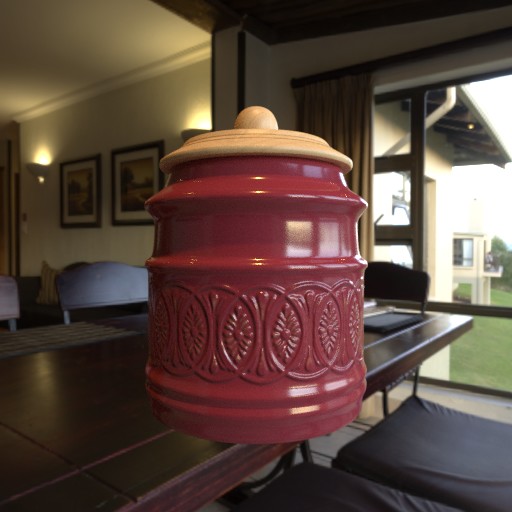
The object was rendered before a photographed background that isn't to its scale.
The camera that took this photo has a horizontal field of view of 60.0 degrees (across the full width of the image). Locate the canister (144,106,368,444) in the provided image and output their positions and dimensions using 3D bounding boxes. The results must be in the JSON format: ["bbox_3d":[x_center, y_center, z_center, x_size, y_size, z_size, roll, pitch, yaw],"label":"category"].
[{"bbox_3d":[0.000,0.000,0.266,0.130,0.176,0.130,0,1,0],"label":"canister"}]
